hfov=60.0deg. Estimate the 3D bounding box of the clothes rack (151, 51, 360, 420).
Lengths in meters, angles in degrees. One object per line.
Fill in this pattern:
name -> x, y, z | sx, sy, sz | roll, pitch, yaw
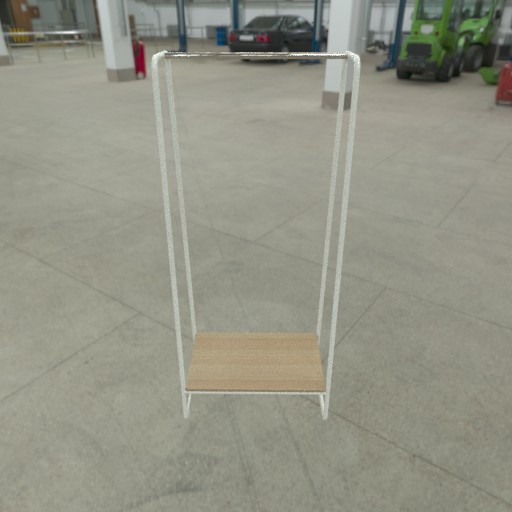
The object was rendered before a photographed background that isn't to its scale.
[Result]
clothes rack -> 0.000, 0.000, 1.793 | 0.640, 1.500, 0.400 | 0, 29, 1
